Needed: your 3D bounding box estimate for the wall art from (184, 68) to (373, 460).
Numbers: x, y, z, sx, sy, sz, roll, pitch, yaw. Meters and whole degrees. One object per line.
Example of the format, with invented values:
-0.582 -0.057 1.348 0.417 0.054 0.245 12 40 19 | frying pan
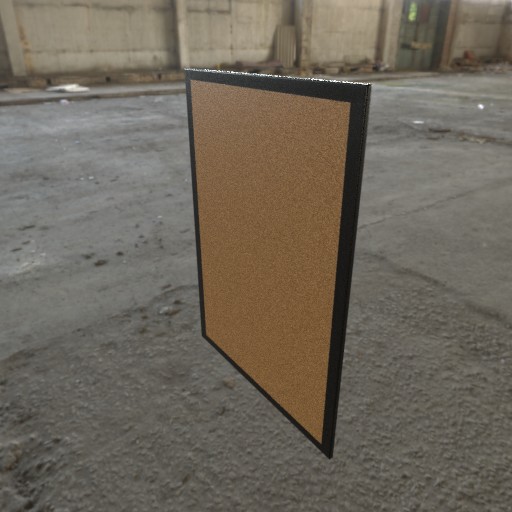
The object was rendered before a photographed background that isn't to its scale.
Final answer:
0.000 0.000 1.274 0.013 0.967 0.707 -17 31 -32 | wall art
